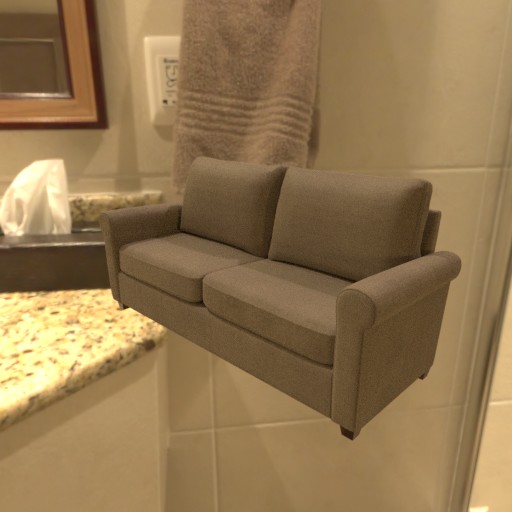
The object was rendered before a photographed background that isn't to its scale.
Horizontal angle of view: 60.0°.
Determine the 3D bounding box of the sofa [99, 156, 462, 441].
[{"bbox_3d":[0.000,0.000,2.426,1.935,0.942,0.842,17,24,42],"label":"sofa"}]
